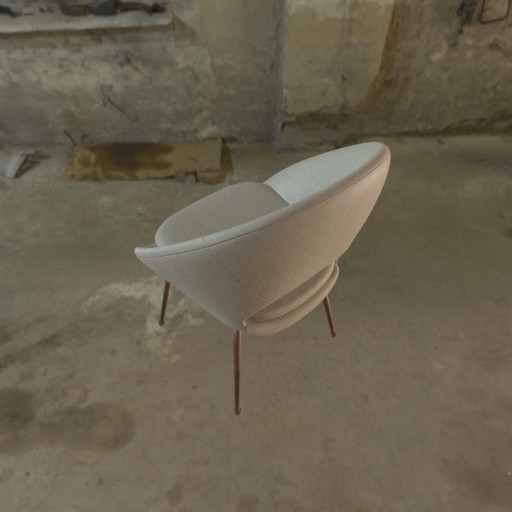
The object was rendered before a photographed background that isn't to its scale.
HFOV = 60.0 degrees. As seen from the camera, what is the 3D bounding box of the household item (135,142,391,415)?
[{"bbox_3d":[0.000,0.000,1.298,0.623,0.852,0.573,-32,55,-26],"label":"household item"}]
